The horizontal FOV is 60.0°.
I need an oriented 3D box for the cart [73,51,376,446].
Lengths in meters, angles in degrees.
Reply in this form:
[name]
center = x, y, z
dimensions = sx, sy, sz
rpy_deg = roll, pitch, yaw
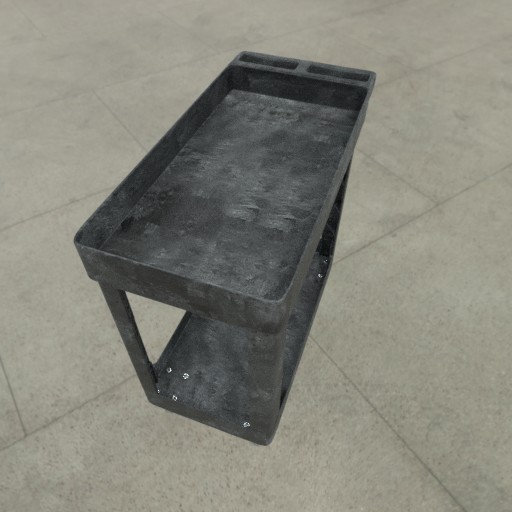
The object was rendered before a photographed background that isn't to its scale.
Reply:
[cart]
center = 0.000, 0.000, 1.342
dimensions = 0.420, 0.824, 0.877
rpy_deg = 15, 50, 13
